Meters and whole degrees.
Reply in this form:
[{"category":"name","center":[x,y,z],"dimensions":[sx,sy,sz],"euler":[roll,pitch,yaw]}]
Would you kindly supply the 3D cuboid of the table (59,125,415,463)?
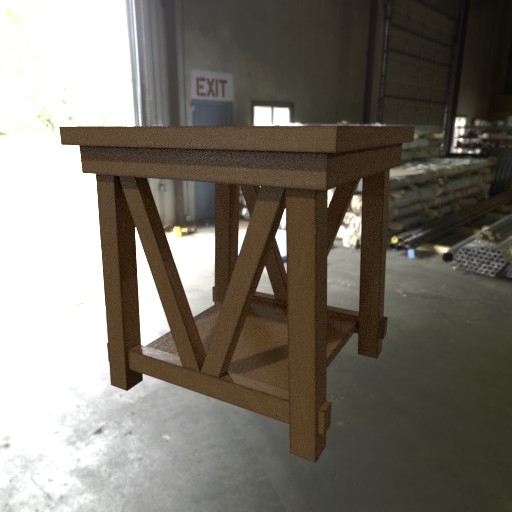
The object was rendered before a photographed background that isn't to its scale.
[{"category":"table","center":[0.000,0.000,1.136],"dimensions":[0.612,0.638,0.610],"euler":[9,18,28]}]
